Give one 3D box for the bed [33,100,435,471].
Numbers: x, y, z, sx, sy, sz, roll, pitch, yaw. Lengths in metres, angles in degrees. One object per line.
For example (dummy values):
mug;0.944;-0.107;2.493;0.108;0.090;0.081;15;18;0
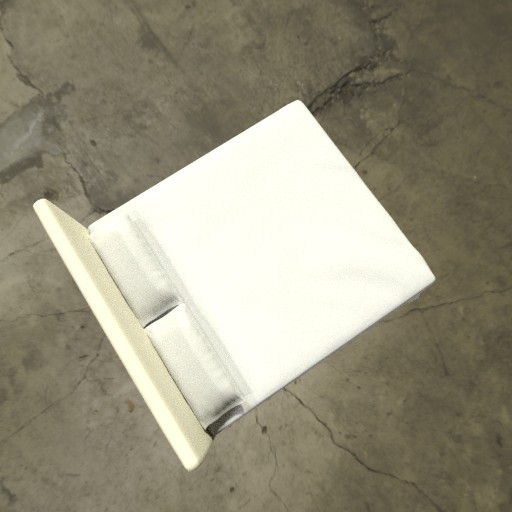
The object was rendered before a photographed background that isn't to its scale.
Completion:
bed;0.000;0.000;3.578;2.341;1.317;2.119;-33;80;-7
